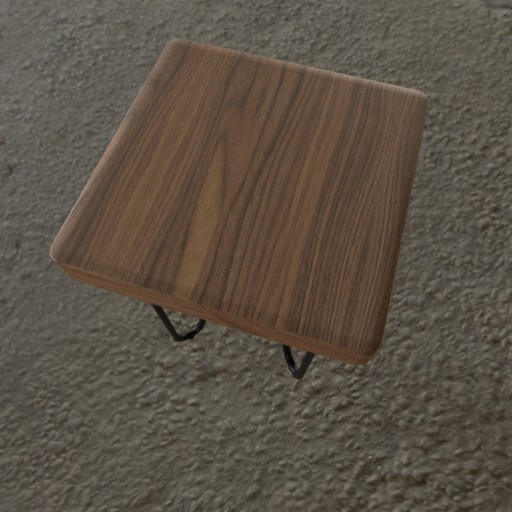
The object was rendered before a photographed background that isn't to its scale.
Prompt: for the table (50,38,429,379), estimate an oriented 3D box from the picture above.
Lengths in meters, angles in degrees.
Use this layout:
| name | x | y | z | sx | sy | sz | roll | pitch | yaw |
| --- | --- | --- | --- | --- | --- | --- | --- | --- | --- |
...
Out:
| name | x | y | z | sx | sy | sz | roll | pitch | yaw |
| --- | --- | --- | --- | --- | --- | --- | --- | --- | --- |
| table | 0.000 | 0.000 | 0.981 | 0.479 | 0.641 | 0.480 | 16 | 65 | 7 |
